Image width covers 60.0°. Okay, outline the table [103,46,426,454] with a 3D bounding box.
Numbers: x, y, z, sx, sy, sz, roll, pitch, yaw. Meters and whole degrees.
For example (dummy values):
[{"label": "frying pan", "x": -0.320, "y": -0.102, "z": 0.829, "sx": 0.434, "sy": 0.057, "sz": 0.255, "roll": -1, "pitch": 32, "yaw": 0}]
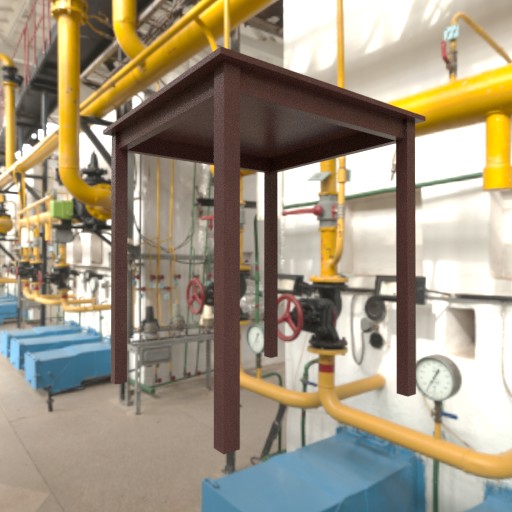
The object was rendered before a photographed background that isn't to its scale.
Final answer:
[{"label": "table", "x": 0.000, "y": 0.000, "z": 1.656, "sx": 0.861, "sy": 0.991, "sz": 0.861, "roll": 0, "pitch": -1, "yaw": -37}]
